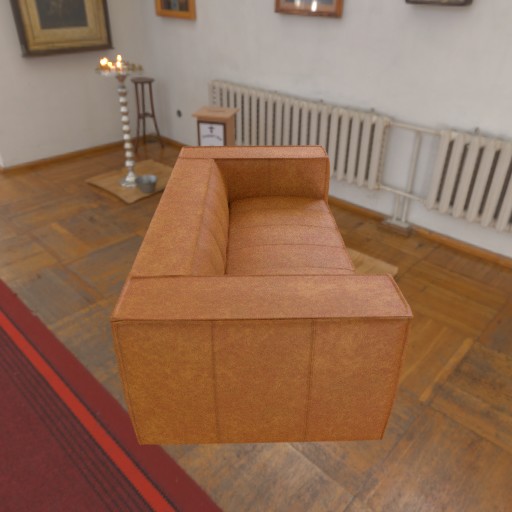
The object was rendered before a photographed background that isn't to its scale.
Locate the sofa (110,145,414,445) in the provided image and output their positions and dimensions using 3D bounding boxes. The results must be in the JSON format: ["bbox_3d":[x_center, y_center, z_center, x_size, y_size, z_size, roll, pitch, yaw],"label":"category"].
[{"bbox_3d":[0.000,0.000,2.540,1.102,0.703,2.088,-1,30,-1],"label":"sofa"}]
